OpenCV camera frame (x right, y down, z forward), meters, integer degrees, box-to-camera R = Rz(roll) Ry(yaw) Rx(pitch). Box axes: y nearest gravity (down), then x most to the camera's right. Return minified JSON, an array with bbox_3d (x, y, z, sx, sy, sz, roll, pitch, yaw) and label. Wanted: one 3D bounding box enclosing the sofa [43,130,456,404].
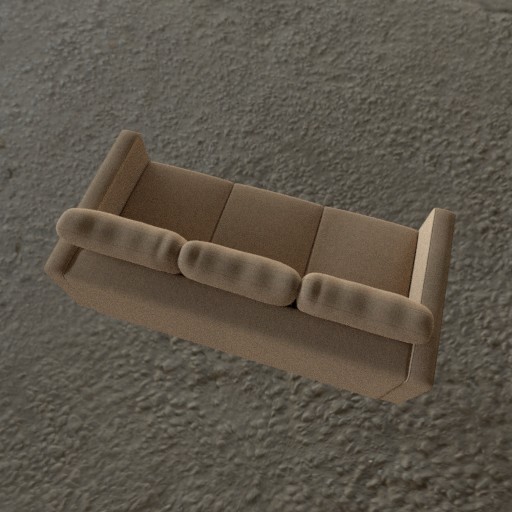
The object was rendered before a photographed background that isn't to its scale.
[{"bbox_3d":[0.000,0.000,2.346,1.855,0.800,0.930,16,65,8],"label":"sofa"}]
